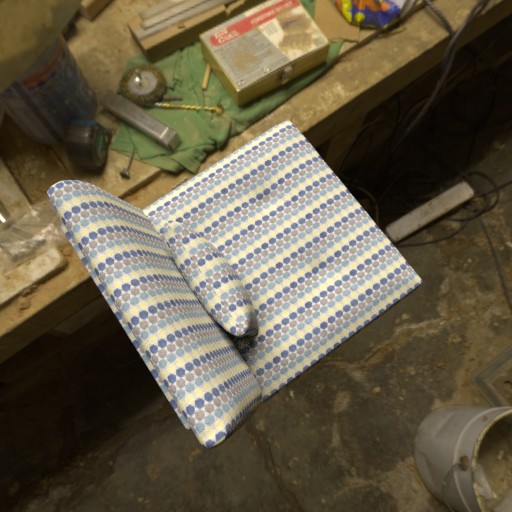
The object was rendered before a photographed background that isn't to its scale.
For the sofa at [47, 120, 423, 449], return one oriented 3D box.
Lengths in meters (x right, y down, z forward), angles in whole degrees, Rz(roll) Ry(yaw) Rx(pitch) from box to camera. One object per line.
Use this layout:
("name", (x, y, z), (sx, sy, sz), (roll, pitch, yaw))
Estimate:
("sofa", (0.000, 0.000, 1.688), (1.000, 0.830, 0.930), (-34, 77, -9))
